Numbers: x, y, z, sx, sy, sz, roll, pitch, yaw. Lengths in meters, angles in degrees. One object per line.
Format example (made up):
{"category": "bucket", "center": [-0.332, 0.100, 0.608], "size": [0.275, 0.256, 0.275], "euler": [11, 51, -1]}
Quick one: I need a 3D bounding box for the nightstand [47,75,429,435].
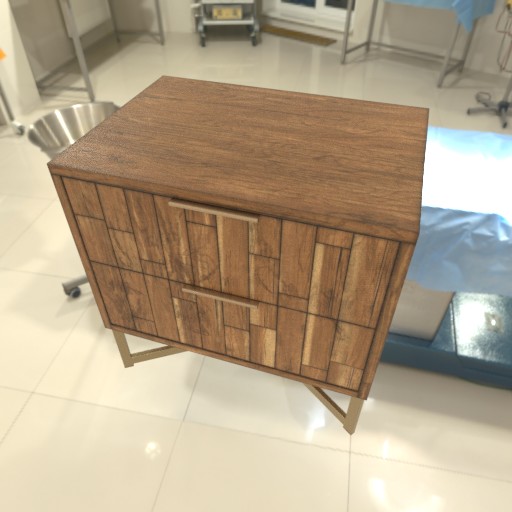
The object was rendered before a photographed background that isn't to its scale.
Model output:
{"category": "nightstand", "center": [0.000, 0.000, 1.032], "size": [0.610, 0.610, 0.446], "euler": [12, 43, 13]}
